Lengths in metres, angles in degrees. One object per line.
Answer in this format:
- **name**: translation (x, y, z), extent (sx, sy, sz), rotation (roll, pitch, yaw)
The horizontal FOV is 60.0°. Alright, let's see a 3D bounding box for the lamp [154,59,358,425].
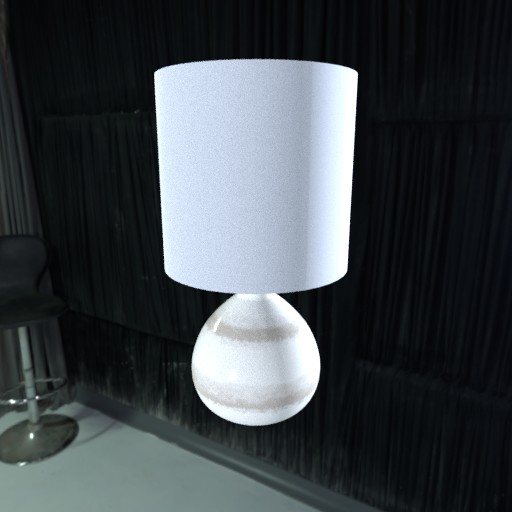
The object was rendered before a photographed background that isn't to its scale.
- **lamp**: translation (0.000, 0.000, 0.534), extent (0.217, 0.404, 0.217), rotation (7, 16, 26)
